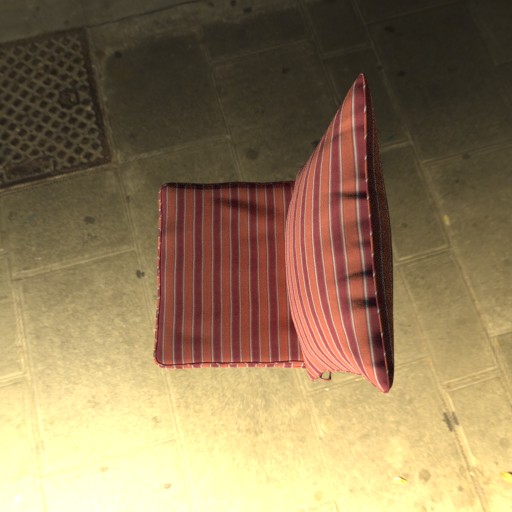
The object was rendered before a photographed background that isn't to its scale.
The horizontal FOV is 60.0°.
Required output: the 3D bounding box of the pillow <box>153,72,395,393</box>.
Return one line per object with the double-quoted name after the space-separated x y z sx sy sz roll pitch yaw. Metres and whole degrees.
0.000 0.000 1.389 0.733 0.723 0.799 -1 77 0 "pillow"
